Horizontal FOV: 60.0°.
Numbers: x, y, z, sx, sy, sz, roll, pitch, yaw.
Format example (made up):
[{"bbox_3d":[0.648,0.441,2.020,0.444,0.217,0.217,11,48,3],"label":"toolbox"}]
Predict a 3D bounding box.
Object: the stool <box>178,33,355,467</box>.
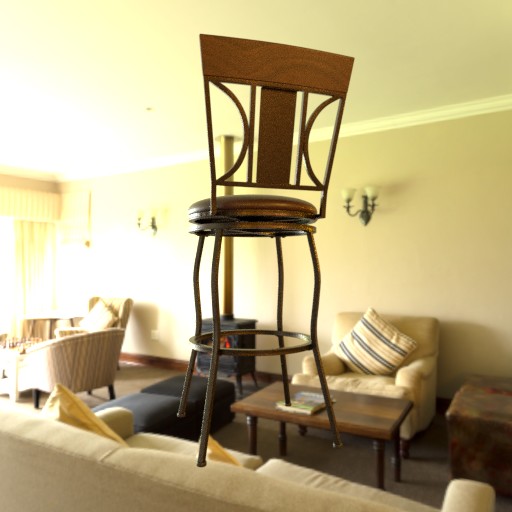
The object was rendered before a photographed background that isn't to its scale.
[{"bbox_3d":[0.000,0.000,1.413,0.448,1.130,0.513,0,-1,-17],"label":"stool"}]
